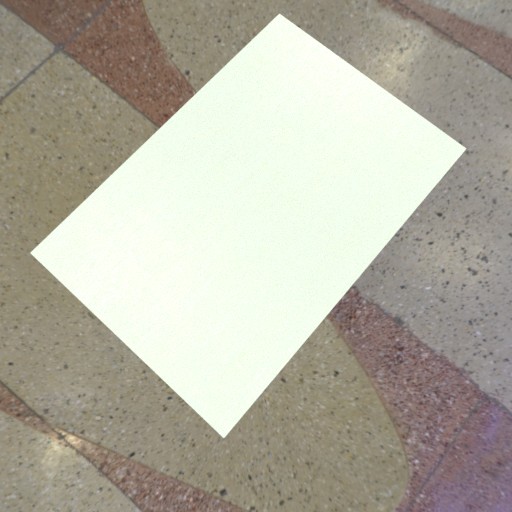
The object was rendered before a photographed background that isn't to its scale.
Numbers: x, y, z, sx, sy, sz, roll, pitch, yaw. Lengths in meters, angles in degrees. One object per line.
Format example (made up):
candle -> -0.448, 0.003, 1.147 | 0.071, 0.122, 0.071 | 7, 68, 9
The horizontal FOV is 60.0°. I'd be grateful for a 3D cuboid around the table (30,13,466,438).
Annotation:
table -> 0.000, 0.000, 1.047 | 0.406, 0.711, 0.589 | 40, 79, 10
